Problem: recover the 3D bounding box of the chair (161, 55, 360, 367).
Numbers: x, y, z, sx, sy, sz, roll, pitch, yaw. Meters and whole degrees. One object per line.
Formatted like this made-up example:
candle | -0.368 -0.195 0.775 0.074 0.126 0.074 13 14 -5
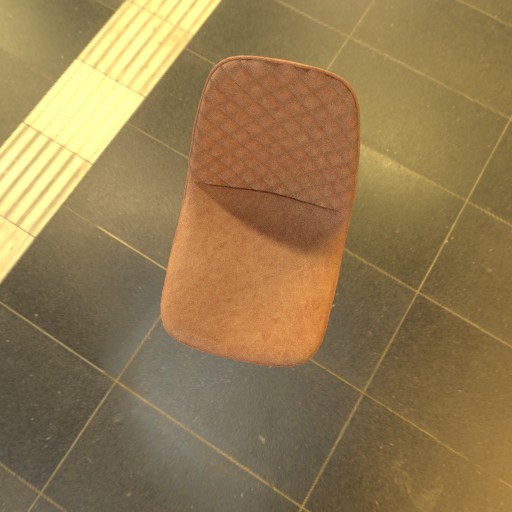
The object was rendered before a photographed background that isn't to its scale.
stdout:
chair | 0.000 0.000 1.202 0.472 0.889 0.561 12 76 3
